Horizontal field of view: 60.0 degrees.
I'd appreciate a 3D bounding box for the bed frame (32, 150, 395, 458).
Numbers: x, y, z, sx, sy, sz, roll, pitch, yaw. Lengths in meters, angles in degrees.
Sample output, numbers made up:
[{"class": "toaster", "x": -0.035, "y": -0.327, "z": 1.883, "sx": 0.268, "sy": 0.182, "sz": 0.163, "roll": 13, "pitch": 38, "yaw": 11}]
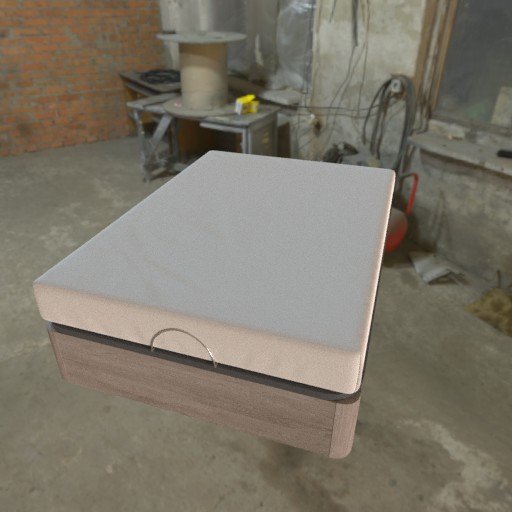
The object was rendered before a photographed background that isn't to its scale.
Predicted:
[{"class": "bed frame", "x": 0.000, "y": 0.000, "z": 2.556, "sx": 1.400, "sy": 0.561, "sz": 1.900, "roll": 10, "pitch": 32, "yaw": 16}]
